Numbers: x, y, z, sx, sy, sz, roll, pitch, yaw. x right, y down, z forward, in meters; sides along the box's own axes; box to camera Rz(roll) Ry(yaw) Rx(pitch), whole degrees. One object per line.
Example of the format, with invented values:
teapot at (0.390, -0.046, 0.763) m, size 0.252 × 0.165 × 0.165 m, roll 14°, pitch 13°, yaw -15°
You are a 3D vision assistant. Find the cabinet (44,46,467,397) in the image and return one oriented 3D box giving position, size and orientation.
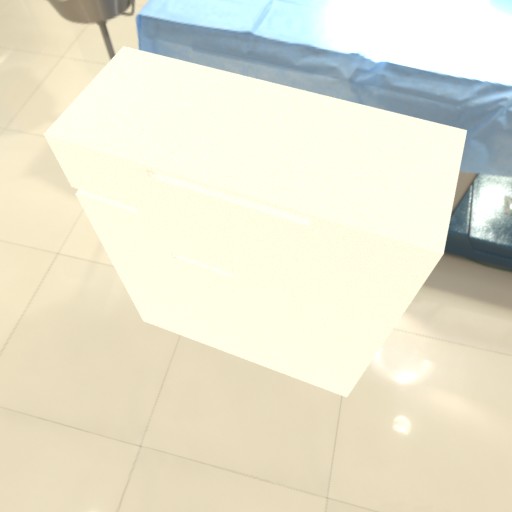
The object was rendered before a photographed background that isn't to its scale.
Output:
cabinet at (0.000, 0.000, 1.631) m, size 1.000 × 1.190 × 0.400 m, roll 18°, pitch 60°, yaw 11°
